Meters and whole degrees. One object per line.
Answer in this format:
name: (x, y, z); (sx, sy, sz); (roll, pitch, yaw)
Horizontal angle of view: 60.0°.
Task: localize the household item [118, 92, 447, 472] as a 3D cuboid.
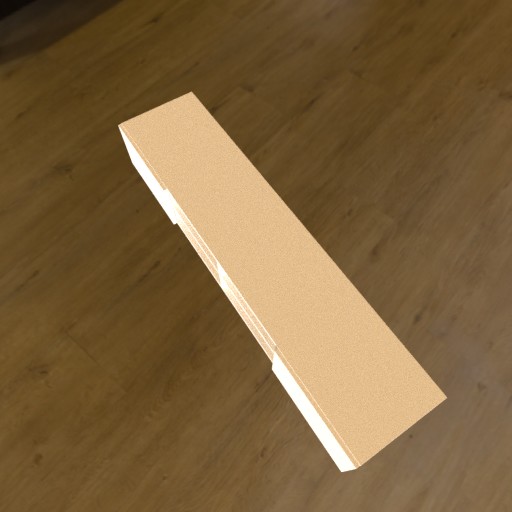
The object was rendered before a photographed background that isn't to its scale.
household item: (0.000, 0.000, 2.032); (0.420, 0.310, 1.850); (-30, 66, -15)
